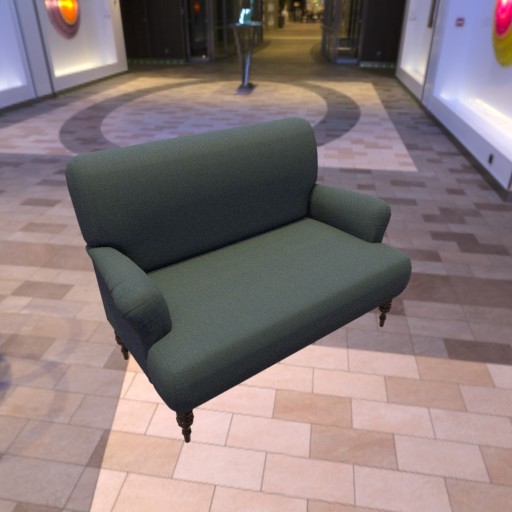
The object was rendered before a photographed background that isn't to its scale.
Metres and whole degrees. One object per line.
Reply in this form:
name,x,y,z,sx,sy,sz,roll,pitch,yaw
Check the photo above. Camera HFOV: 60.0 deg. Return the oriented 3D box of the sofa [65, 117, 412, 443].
sofa,0.000,0.000,1.868,1.297,0.889,0.779,-21,35,-32
